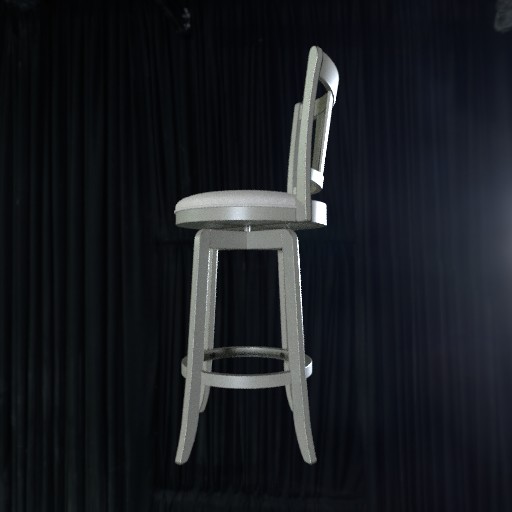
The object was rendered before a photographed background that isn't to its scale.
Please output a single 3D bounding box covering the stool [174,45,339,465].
[{"bbox_3d":[0.000,0.000,1.306,0.475,1.042,0.436,0,0,0],"label":"stool"}]
